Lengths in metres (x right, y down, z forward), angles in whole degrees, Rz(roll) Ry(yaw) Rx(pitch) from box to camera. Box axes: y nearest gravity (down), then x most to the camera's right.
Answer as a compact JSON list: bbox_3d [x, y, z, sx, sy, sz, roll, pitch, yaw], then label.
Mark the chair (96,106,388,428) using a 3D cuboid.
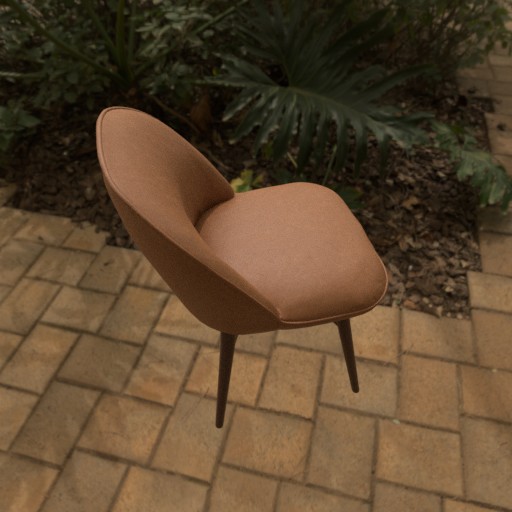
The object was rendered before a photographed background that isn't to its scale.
[{"bbox_3d":[0.000,0.000,1.193,0.631,0.831,0.521,-11,47,-10],"label":"chair"}]
